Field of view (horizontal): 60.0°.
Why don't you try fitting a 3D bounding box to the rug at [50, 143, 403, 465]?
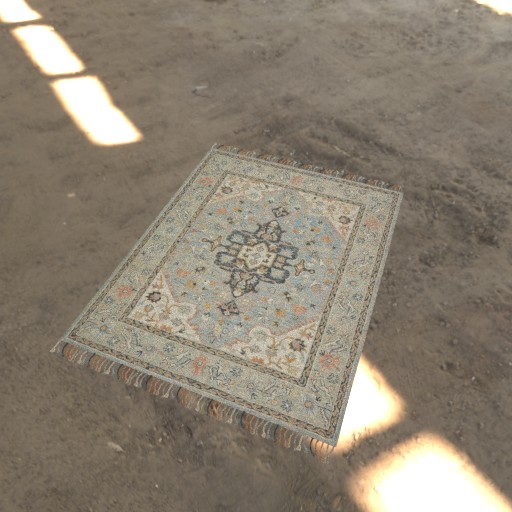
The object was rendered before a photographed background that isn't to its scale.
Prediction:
[{"bbox_3d":[0.000,0.000,2.325,1.278,0.009,1.730,16,50,14],"label":"rug"}]
